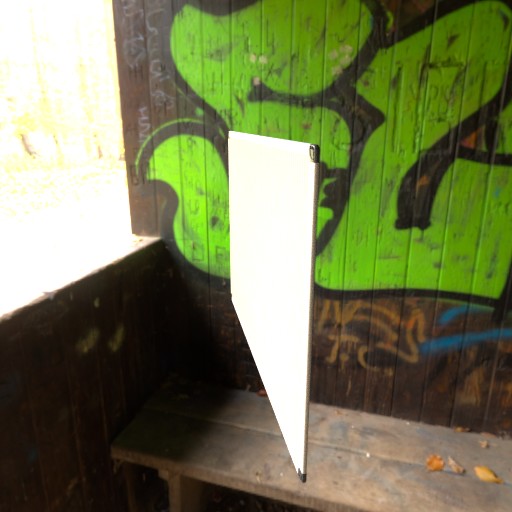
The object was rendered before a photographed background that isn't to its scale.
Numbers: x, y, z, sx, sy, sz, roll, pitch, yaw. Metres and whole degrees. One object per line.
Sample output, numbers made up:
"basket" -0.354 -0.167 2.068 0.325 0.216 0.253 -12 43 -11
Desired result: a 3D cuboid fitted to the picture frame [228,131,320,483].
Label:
"picture frame" 0.000 0.000 1.138 0.010 0.600 0.900 -3 17 -11
